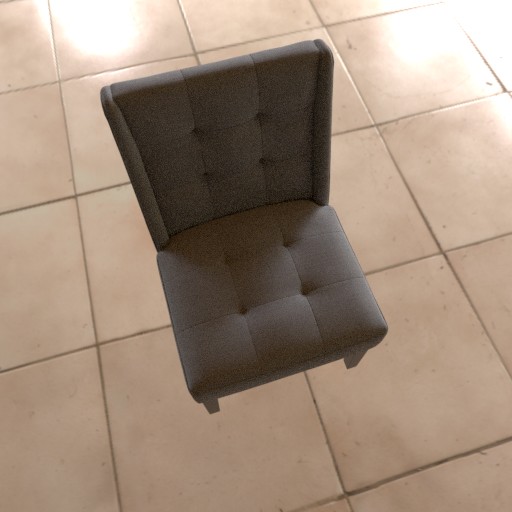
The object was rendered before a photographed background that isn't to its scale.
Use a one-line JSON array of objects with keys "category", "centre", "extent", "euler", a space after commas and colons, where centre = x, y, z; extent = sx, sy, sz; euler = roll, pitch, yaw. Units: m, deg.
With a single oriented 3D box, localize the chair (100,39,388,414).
[{"category": "chair", "centre": [0.000, 0.000, 1.288], "extent": [0.569, 0.853, 0.676], "euler": [-16, 65, -7]}]
